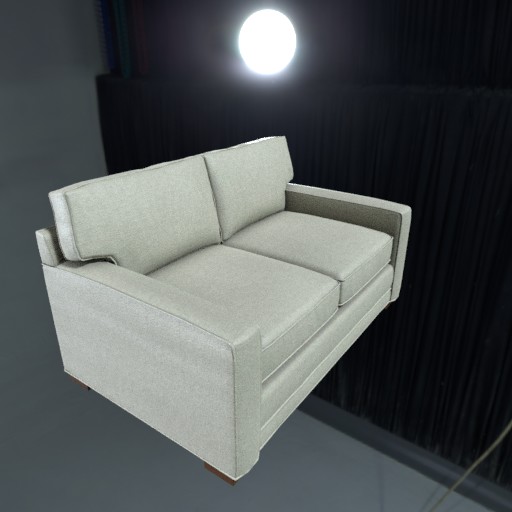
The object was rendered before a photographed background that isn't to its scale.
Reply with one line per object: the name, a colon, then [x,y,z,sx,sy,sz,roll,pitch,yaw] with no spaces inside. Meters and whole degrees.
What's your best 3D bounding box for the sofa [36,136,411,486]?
sofa: [0.000,0.000,2.012,0.940,0.853,1.484,16,29,32]
